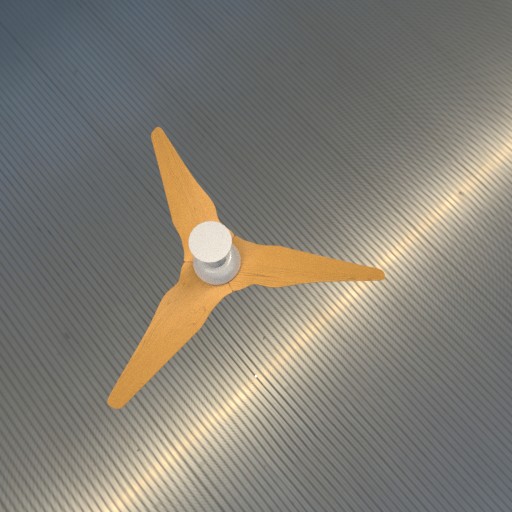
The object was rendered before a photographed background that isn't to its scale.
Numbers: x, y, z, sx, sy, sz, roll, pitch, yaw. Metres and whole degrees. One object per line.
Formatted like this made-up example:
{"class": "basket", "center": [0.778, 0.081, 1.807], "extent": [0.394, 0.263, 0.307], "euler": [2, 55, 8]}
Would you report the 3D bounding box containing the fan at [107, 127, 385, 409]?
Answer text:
{"class": "fan", "center": [0.000, 0.000, 1.641], "extent": [1.010, 0.355, 1.142], "euler": [3, 75, 1]}
